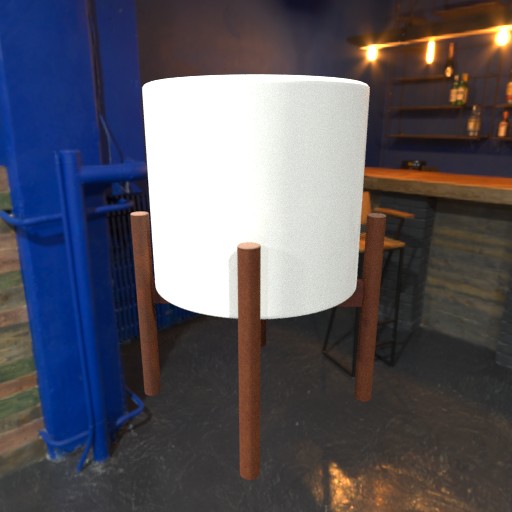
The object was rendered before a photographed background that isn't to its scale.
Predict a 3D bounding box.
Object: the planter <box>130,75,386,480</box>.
[{"bbox_3d":[0.000,0.000,0.499,0.224,0.358,0.224,-14,22,-40],"label":"planter"}]
